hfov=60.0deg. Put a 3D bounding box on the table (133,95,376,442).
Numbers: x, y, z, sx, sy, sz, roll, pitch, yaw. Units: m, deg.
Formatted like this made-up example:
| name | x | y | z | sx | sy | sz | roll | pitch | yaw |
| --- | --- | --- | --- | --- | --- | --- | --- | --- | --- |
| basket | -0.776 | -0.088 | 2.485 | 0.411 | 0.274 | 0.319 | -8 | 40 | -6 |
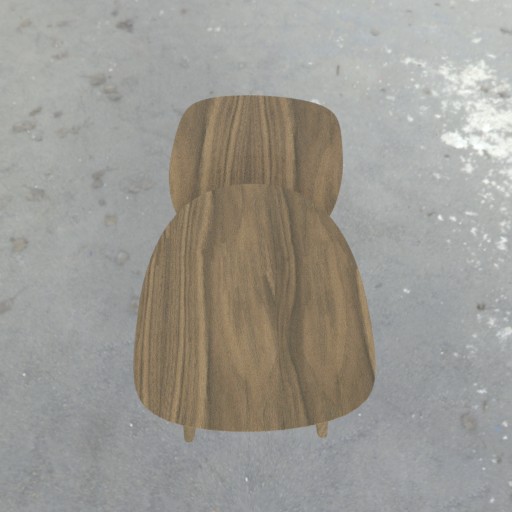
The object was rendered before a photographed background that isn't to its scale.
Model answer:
| name | x | y | z | sx | sy | sz | roll | pitch | yaw |
| --- | --- | --- | --- | --- | --- | --- | --- | --- | --- |
| table | 0.000 | 0.000 | 1.332 | 0.527 | 0.429 | 1.084 | 1 | 57 | 1 |
